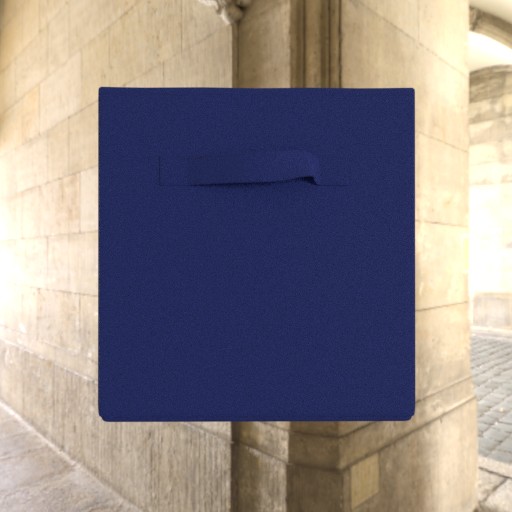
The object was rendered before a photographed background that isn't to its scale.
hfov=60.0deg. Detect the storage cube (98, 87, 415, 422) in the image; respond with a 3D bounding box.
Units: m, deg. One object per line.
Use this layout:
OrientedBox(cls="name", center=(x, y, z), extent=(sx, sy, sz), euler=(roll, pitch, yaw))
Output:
OrientedBox(cls="storage cube", center=(0.000, 0.000, 0.486), extent=(0.270, 0.280, 0.270), euler=(0, 0, 0))
